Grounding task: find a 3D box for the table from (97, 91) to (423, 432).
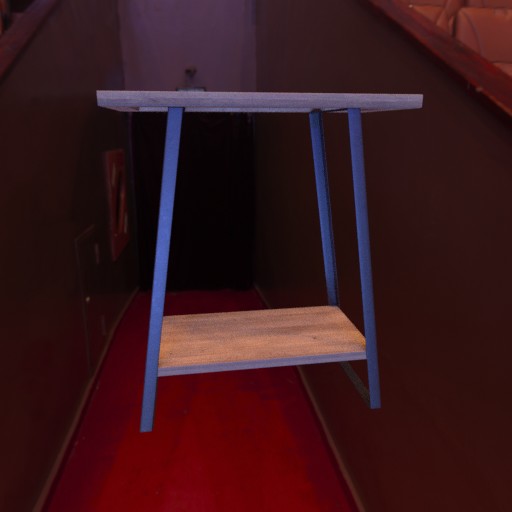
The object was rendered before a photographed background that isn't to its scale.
[{"bbox_3d":[0.000,0.000,1.040,0.599,0.701,0.300,-3,16,-9],"label":"table"}]
